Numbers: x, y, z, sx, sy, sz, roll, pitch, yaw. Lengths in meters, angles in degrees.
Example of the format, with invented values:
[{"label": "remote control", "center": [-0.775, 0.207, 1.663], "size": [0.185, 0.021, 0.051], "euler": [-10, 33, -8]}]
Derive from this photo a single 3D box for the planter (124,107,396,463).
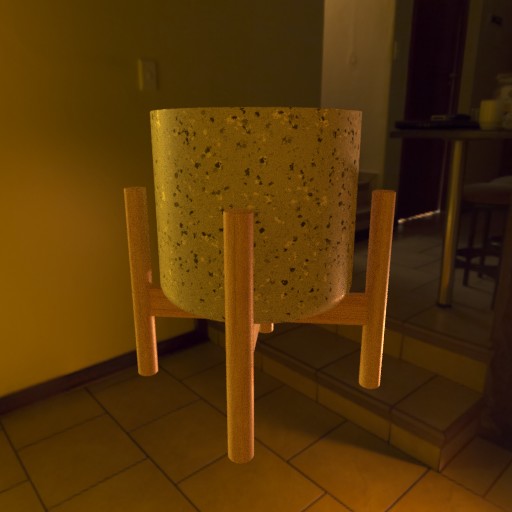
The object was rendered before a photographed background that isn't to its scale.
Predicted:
[{"label": "planter", "center": [0.000, 0.000, 0.519], "size": [0.284, 0.320, 0.284], "euler": [8, 18, 27]}]
